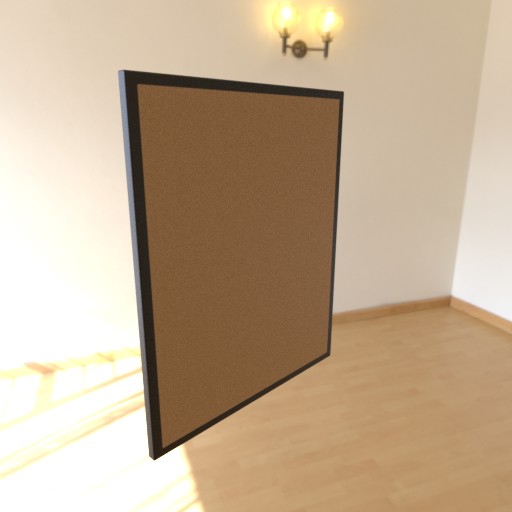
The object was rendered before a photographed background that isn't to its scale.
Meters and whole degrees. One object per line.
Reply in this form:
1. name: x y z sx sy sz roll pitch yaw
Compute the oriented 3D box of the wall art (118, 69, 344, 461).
1. wall art: 0.000 0.000 0.798 0.018 0.582 0.481 15 22 42
